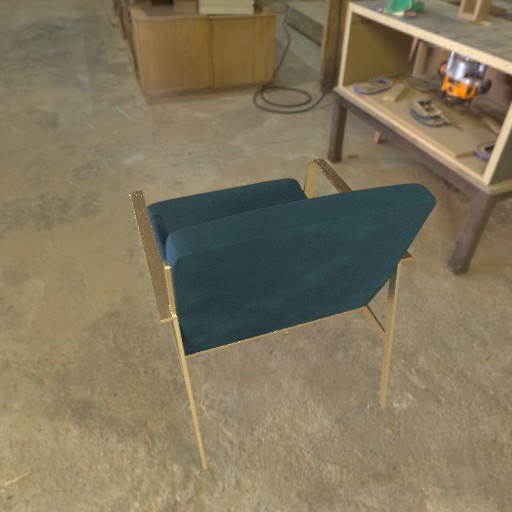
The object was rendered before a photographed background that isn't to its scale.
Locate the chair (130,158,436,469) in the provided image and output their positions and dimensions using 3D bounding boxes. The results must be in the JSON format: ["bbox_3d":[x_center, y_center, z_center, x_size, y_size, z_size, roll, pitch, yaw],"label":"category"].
[{"bbox_3d":[0.000,0.000,1.452,0.692,0.831,0.859,-13,43,-14],"label":"chair"}]
